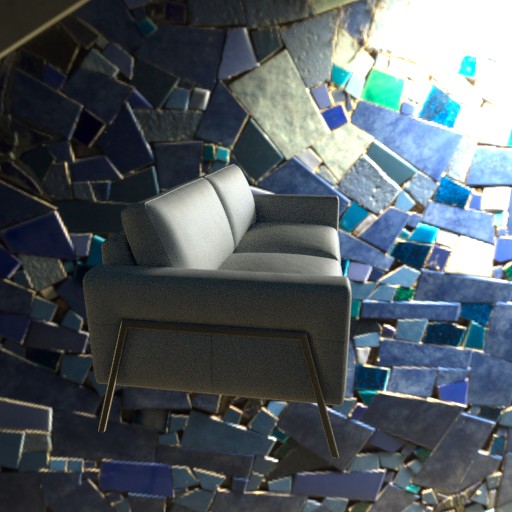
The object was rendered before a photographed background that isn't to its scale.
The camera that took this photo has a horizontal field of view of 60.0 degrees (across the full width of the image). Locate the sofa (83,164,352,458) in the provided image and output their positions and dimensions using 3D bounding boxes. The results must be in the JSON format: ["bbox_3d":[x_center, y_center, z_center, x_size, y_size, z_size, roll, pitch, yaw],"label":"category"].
[{"bbox_3d":[0.000,0.000,2.487,0.953,0.875,2.017,3,17,9],"label":"sofa"}]
